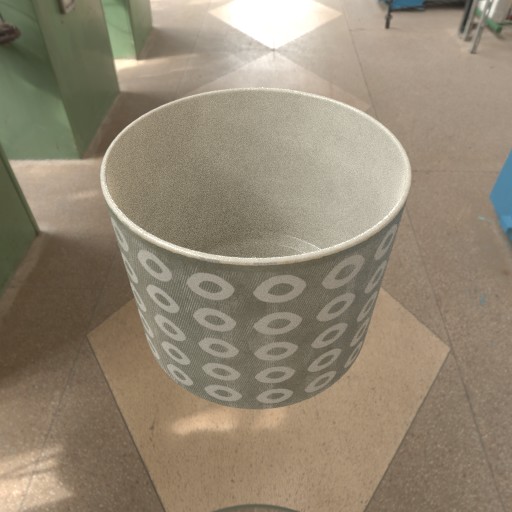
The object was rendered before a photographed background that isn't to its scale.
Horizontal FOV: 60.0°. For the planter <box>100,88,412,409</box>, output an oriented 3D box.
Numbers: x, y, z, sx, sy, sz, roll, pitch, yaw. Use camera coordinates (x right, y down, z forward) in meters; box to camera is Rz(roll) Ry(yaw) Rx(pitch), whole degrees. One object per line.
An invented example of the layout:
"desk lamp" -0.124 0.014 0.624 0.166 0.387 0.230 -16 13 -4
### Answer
"planter" 0.000 0.000 0.341 0.190 0.181 0.190 0 45 0
